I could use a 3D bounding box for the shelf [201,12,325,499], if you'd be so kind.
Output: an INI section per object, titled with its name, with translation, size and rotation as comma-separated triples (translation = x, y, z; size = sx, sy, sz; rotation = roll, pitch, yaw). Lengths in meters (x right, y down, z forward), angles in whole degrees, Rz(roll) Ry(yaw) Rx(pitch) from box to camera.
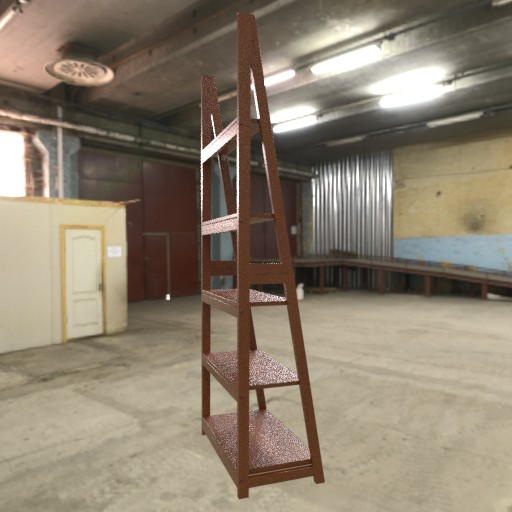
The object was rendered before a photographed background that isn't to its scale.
[shelf]
translation = 0.000, 0.000, 1.971
size = 0.356, 1.780, 0.630
rotation = 0, 1, -20
